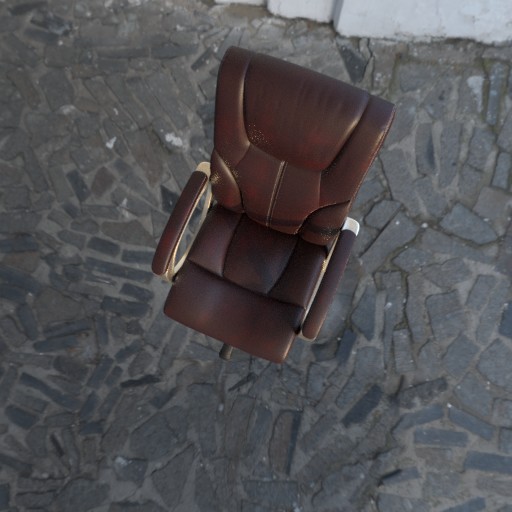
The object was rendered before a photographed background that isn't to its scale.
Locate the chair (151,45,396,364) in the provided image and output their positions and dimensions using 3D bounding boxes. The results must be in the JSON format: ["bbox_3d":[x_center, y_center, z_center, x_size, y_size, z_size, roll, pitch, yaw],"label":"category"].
[{"bbox_3d":[0.000,0.000,1.537,0.662,1.107,0.739,22,77,5],"label":"chair"}]
